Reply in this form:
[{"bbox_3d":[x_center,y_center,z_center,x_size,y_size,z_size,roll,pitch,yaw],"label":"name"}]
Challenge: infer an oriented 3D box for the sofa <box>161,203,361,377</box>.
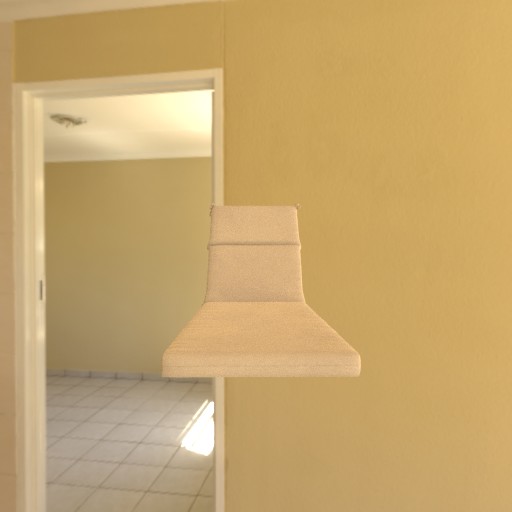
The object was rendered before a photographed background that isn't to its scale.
[{"bbox_3d":[0.000,0.000,1.953,0.582,0.622,1.663,0,1,-1],"label":"sofa"}]
